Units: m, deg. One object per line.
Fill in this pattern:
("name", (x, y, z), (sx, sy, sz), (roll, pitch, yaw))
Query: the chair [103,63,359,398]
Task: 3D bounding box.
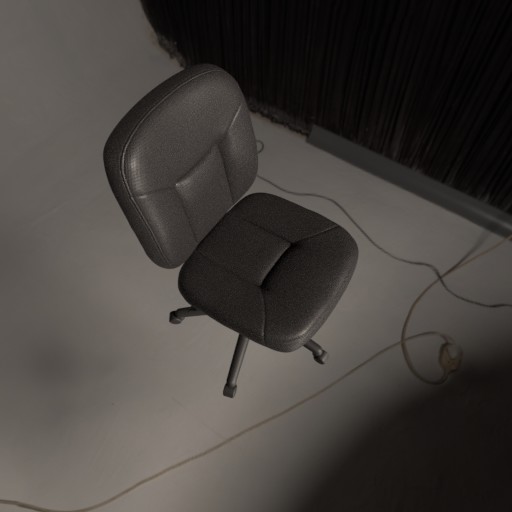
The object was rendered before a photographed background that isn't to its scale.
("chair", (0.000, 0.000, 1.379), (0.646, 0.959, 0.647), (30, 63, 17))
